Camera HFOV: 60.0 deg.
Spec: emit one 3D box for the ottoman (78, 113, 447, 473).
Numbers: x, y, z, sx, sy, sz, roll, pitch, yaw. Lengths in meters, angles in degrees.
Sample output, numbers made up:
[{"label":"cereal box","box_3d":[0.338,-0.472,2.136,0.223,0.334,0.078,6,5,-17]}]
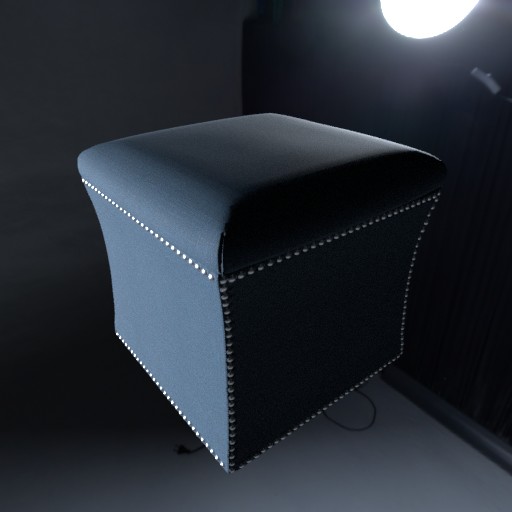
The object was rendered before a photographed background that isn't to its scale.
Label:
[{"label":"ottoman","box_3d":[0.000,0.000,0.899,0.507,0.475,0.497,-21,36,-33]}]
